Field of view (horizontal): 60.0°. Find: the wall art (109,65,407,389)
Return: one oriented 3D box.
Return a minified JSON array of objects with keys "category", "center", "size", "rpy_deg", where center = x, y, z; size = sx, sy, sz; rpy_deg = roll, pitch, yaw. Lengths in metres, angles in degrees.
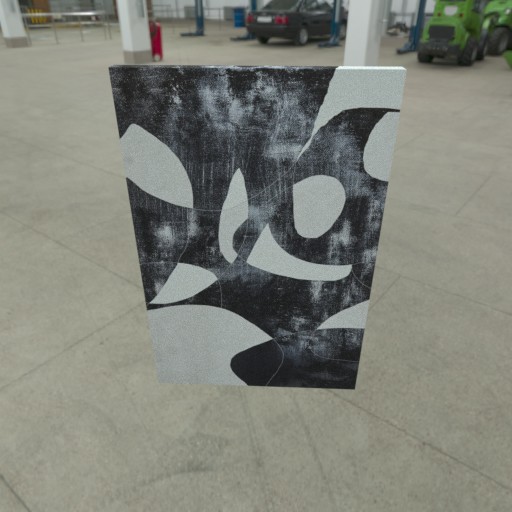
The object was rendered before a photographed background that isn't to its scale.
[{"category":"wall art","center":[0.000,0.000,1.155],"size":[0.610,0.915,0.041],"rpy_deg":[1,31,2]}]
